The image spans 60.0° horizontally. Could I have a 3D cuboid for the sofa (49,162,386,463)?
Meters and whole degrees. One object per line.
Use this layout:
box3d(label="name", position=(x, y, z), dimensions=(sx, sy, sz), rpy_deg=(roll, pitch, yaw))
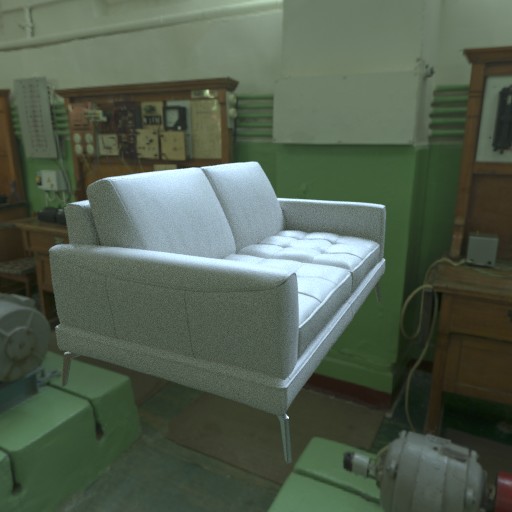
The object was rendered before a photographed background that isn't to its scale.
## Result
box3d(label="sofa", position=(0.000, 0.000, 2.401), dimensions=(1.121, 0.930, 1.819), rpy_deg=(7, 17, 25))
